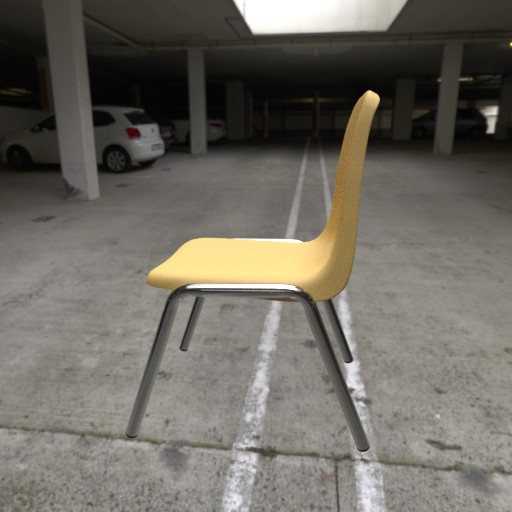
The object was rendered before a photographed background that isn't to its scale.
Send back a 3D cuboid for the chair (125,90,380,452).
[{"bbox_3d":[0.000,0.000,0.846,0.423,0.586,0.354,2,15,7],"label":"chair"}]
